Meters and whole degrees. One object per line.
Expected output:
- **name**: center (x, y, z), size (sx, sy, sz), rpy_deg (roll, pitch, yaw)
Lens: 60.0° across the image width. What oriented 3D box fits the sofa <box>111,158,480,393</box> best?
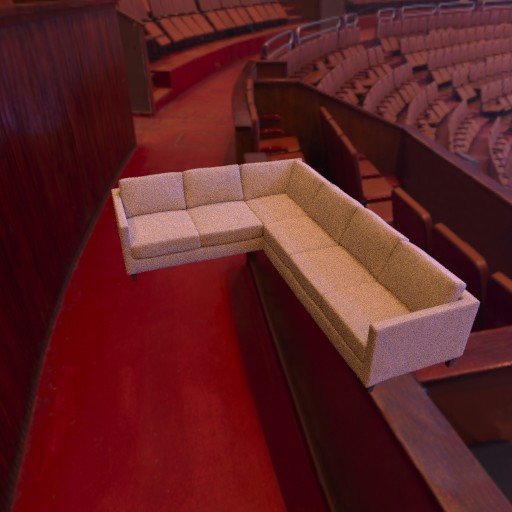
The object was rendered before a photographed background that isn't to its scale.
- **sofa**: center (0.000, 0.000, 4.351), size (2.432, 0.863, 3.182), rpy_deg (-11, 33, -17)
